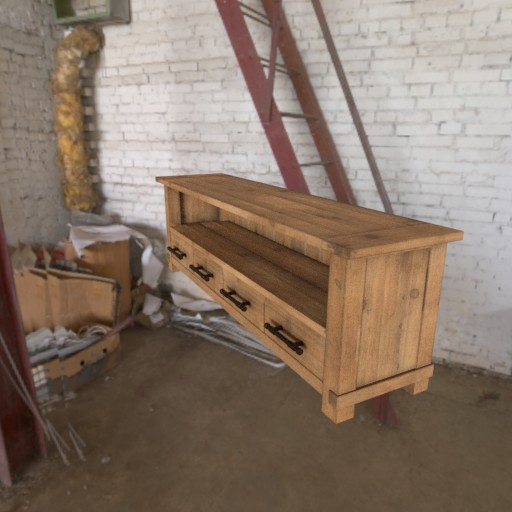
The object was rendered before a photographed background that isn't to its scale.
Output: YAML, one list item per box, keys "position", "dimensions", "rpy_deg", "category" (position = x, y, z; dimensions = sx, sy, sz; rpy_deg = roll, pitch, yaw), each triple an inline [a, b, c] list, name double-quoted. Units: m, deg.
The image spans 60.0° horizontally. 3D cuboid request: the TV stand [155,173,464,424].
- position: [0.000, 0.000, 2.065]
  dimensions: [0.453, 0.573, 1.804]
  rpy_deg: [-9, 19, -26]
  category: "TV stand"
